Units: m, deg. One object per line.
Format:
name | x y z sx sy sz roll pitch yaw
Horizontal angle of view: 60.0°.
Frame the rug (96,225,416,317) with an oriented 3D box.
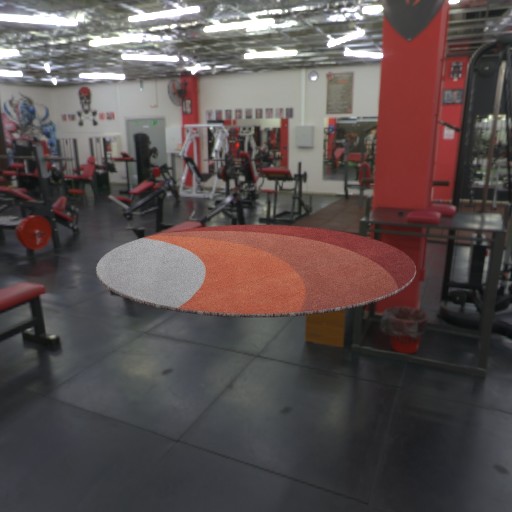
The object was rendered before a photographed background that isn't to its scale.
rug | 0.000 0.000 2.219 1.514 0.015 1.514 0 15 0
